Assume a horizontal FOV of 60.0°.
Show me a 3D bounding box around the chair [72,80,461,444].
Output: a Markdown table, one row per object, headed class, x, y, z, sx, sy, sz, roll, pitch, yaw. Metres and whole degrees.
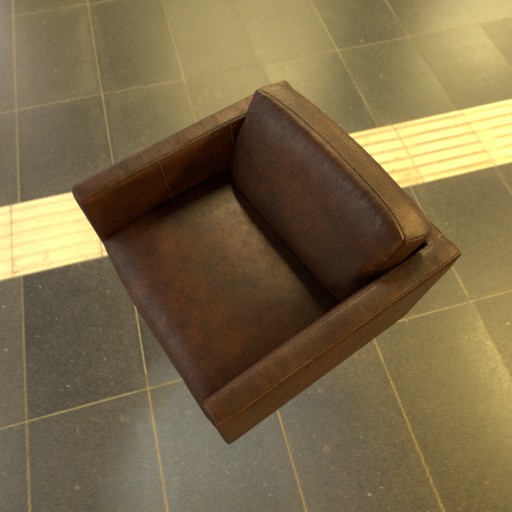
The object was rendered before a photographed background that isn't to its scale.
| class | x | y | z | sx | sy | sz | roll | pitch | yaw |
| --- | --- | --- | --- | --- | --- | --- | --- | --- | --- |
| chair | 0.000 | 0.000 | 1.741 | 0.975 | 0.864 | 0.990 | -32 | 67 | -15 |
